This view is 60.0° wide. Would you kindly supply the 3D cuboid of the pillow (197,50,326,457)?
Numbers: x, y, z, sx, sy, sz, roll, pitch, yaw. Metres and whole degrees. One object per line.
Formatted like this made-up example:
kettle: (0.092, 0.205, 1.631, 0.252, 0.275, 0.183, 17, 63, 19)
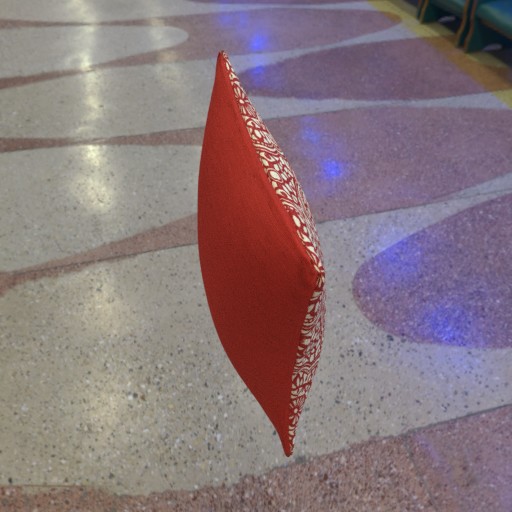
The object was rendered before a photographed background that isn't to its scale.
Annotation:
pillow: (0.000, 0.000, 0.649, 0.162, 0.419, 0.438, -10, 48, -9)
